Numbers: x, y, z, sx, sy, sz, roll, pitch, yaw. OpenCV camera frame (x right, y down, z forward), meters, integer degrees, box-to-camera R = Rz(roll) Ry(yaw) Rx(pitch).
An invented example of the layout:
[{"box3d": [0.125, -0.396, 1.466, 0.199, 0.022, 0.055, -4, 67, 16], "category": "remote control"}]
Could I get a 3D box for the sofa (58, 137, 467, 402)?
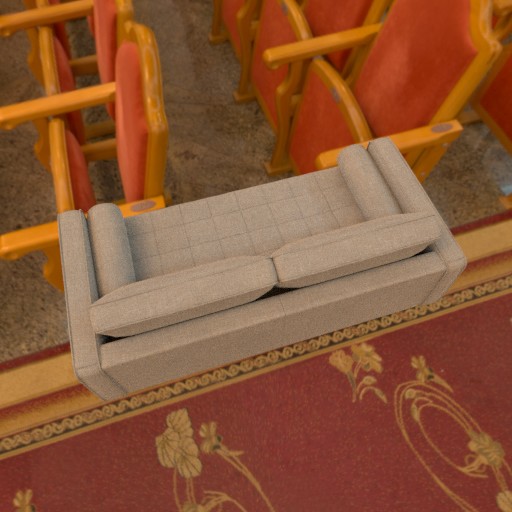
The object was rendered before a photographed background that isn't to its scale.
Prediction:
[{"box3d": [0.000, 0.000, 2.344, 1.879, 0.762, 0.914, -15, 60, -9], "category": "sofa"}]
